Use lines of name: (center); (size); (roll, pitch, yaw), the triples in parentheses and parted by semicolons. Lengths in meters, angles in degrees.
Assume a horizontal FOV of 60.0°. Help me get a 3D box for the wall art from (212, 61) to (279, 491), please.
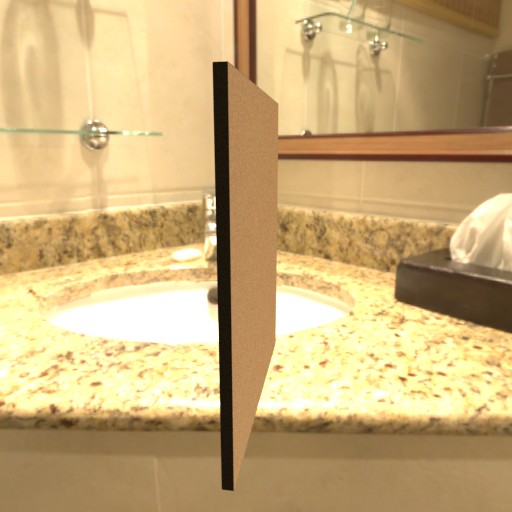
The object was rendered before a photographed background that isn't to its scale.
wall art: (0.000, 0.000, 1.219); (0.028, 0.863, 0.755); (2, 14, 9)
